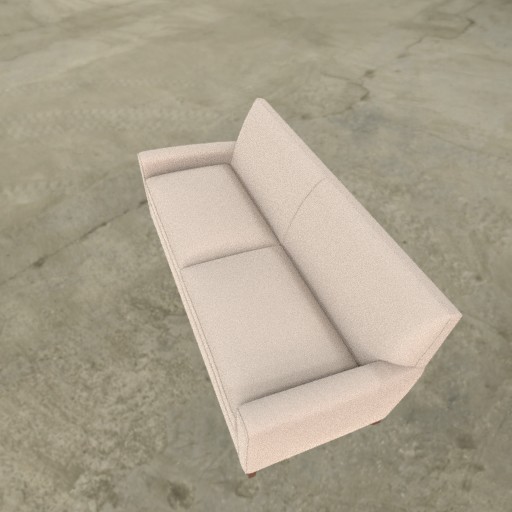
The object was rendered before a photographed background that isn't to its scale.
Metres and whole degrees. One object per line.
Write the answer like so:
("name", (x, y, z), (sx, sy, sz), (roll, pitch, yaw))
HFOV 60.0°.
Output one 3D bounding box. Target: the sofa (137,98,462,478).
("sofa", (0.000, 0.000, 2.418), (0.875, 0.846, 2.000), (-16, 47, -15))
